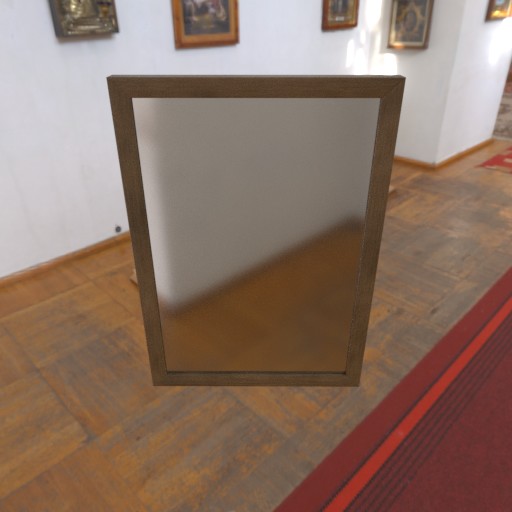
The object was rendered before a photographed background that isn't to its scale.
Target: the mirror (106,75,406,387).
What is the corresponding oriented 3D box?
[{"bbox_3d":[0.000,0.000,0.937,0.507,0.710,0.040,0,29,0],"label":"mirror"}]
